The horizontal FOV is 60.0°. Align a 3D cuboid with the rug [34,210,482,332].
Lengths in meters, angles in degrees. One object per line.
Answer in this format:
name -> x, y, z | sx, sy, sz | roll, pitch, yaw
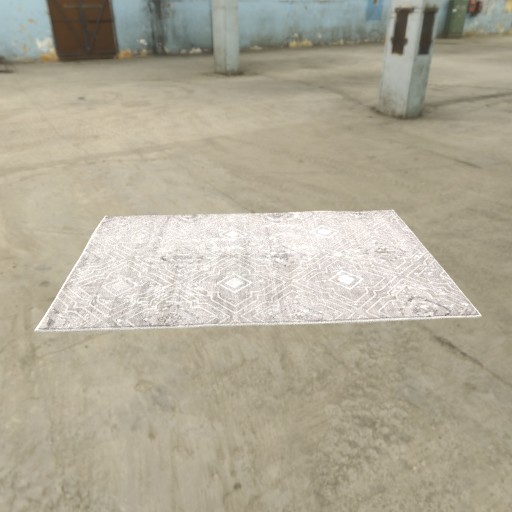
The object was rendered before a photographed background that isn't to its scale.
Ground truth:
rug -> 0.000, 0.000, 3.087 | 2.447, 0.036, 1.537 | -1, 29, -3
